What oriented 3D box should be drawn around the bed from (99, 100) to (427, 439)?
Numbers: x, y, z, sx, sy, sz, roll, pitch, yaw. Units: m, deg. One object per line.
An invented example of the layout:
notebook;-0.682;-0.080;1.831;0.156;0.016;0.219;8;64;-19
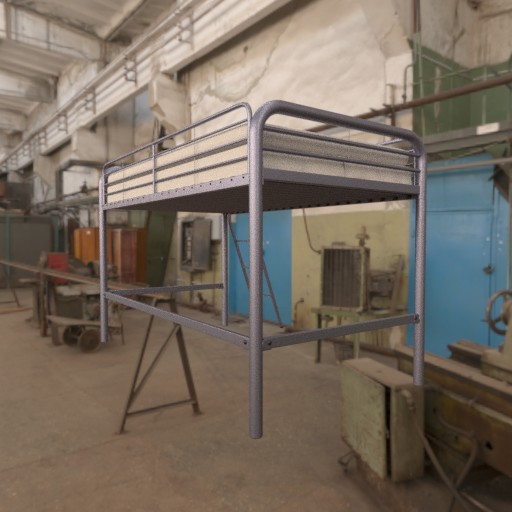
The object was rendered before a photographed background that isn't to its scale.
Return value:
bed;0.000;0.000;2.842;1.415;1.288;1.965;-2;3;-35
